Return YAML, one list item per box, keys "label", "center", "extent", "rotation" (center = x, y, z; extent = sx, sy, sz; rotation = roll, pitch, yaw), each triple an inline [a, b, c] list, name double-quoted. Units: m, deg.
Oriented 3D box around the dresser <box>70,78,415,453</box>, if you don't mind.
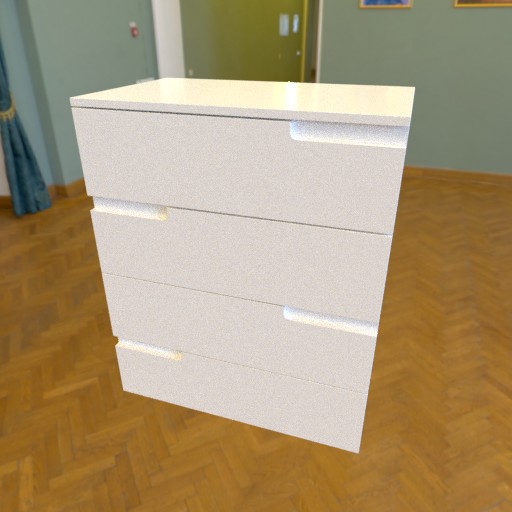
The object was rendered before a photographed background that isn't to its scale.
- label: "dresser"
  center: [0.000, 0.000, 1.143]
  extent: [0.650, 0.800, 0.400]
  rotation: [9, 29, 16]
